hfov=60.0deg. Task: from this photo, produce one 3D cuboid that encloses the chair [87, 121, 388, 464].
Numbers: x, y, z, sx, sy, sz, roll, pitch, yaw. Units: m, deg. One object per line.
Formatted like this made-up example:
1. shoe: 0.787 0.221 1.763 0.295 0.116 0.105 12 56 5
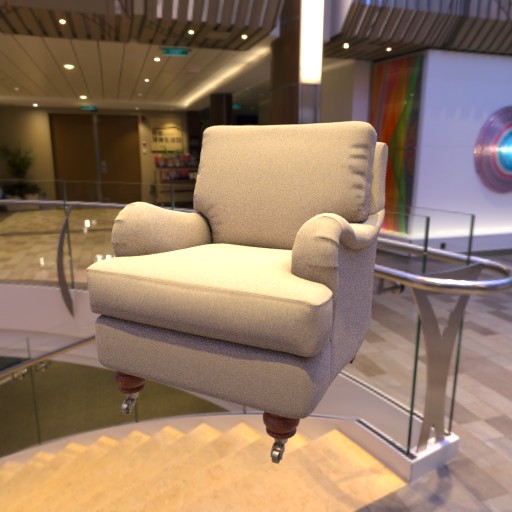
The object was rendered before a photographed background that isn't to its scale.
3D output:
1. chair: 0.000 0.000 1.826 0.895 1.076 1.078 6 14 25
